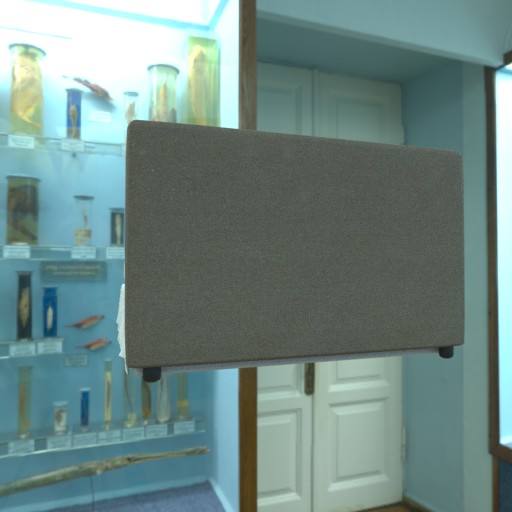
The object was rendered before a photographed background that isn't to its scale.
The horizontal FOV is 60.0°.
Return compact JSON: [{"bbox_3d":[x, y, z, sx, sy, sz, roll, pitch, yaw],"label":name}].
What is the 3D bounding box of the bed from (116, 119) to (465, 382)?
[{"bbox_3d":[0.000,0.000,3.562,2.119,1.317,2.341,0,-1,-18],"label":"bed"}]
